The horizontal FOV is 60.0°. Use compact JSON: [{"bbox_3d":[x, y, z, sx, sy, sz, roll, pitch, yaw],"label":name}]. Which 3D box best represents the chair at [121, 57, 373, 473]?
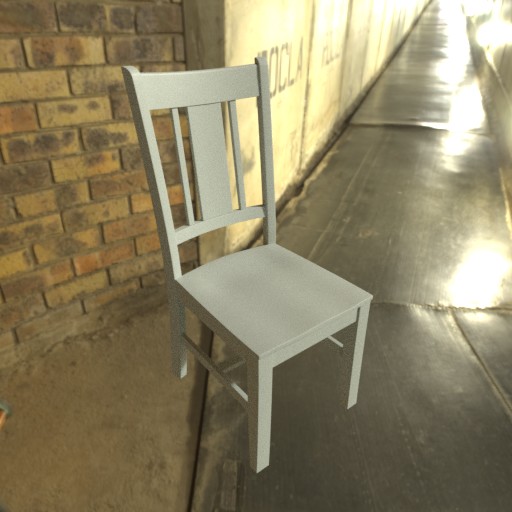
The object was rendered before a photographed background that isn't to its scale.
[{"bbox_3d":[0.000,0.000,1.277,0.450,0.998,0.555,-20,35,-32],"label":"chair"}]
